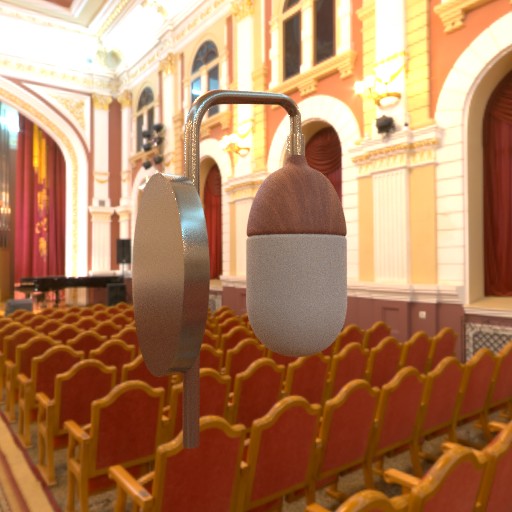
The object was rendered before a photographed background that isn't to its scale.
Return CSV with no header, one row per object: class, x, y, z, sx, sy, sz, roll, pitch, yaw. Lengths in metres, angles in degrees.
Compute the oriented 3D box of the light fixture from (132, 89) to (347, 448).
light fixture,0.000,0.000,0.446,0.216,0.343,0.108,1,-1,-36
